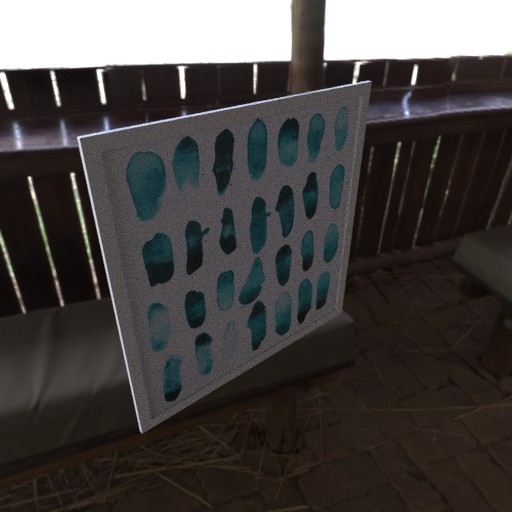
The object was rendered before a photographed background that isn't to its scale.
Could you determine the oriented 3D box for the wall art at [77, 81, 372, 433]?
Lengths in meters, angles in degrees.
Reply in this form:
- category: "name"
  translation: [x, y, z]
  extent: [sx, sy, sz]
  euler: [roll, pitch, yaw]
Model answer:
- category: "wall art"
  translation: [0.000, 0.000, 0.835]
  extent: [0.558, 0.559, 0.009]
  euler: [-23, 39, -33]
